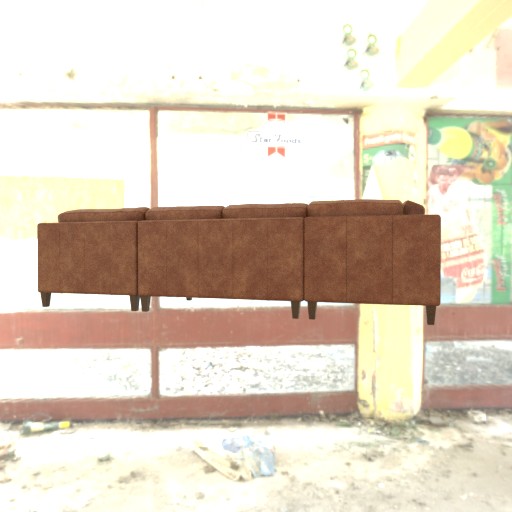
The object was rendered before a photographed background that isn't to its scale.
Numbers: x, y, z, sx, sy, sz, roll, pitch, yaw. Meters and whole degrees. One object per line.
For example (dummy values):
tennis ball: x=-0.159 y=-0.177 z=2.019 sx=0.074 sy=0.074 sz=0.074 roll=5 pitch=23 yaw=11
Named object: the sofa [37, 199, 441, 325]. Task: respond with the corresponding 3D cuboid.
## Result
sofa: x=0.000 y=0.000 z=4.604 sx=3.324 sy=0.888 sz=2.452 roll=0 pitch=1 yaw=17
